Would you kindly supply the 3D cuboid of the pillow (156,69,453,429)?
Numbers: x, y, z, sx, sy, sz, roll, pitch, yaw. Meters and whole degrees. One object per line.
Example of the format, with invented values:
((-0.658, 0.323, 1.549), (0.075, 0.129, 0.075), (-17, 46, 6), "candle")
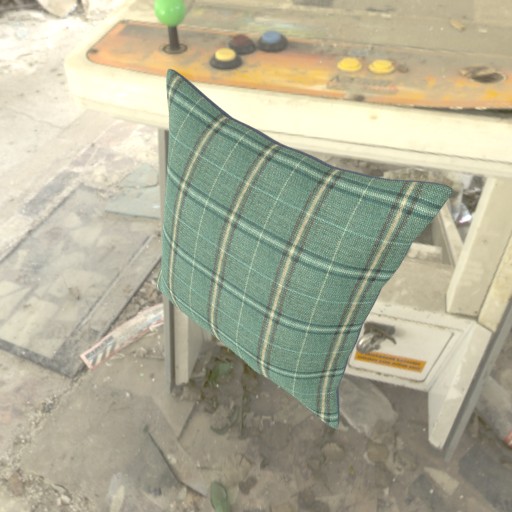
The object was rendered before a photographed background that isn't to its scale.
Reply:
((0.000, 0.000, 0.697), (0.453, 0.430, 0.200), (32, 55, 27), "pillow")
